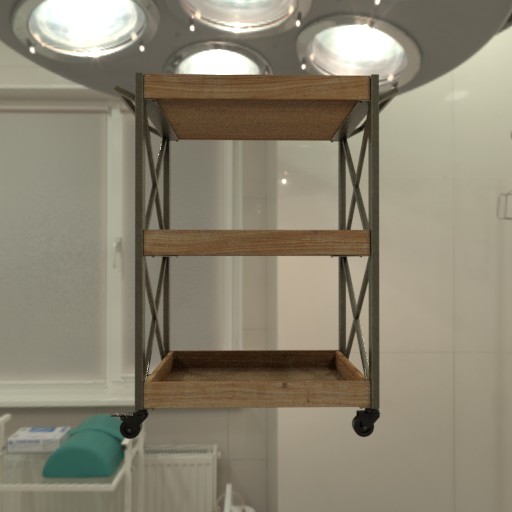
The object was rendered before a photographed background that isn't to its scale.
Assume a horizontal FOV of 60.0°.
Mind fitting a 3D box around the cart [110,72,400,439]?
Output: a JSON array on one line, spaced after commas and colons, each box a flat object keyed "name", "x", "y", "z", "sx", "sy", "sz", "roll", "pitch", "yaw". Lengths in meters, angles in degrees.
[{"name": "cart", "x": 0.000, "y": 0.000, "z": 1.197, "sx": 0.673, "sy": 0.835, "sz": 0.377, "roll": 0, "pitch": 0, "yaw": -1}]
